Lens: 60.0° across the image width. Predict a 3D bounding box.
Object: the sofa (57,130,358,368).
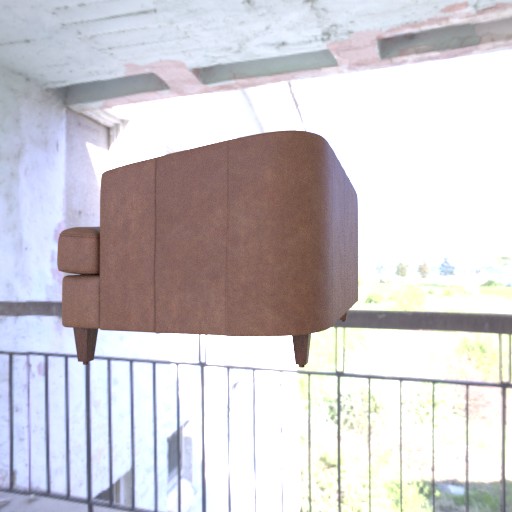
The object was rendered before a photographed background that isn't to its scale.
[{"bbox_3d":[0.000,0.000,2.225,0.914,0.786,1.755,0,-1,18],"label":"sofa"}]
